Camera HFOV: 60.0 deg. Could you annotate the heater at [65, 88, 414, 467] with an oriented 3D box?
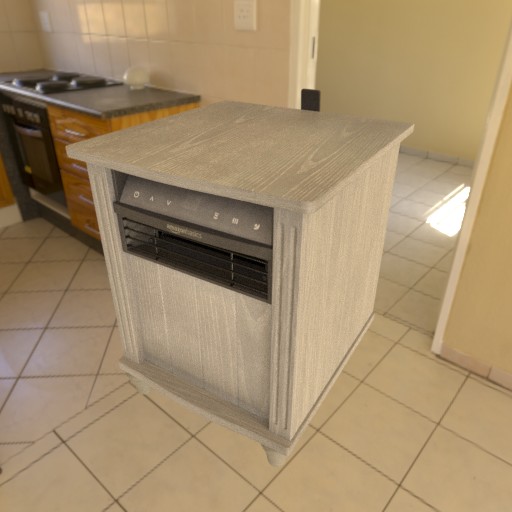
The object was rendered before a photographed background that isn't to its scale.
[{"bbox_3d":[0.000,0.000,0.744,0.362,0.481,0.400,17,34,27],"label":"heater"}]
